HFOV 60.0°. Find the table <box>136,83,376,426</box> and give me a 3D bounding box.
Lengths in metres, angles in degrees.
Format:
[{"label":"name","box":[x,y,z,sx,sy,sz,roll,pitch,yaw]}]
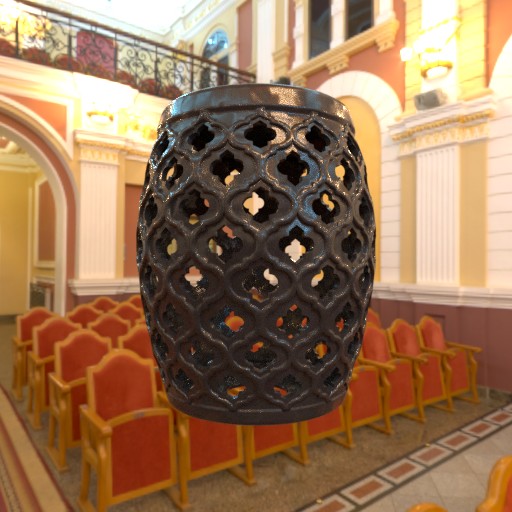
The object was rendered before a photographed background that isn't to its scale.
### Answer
[{"label":"table","box":[0.000,0.000,0.621,0.325,0.388,0.325,0,-1,0]}]
